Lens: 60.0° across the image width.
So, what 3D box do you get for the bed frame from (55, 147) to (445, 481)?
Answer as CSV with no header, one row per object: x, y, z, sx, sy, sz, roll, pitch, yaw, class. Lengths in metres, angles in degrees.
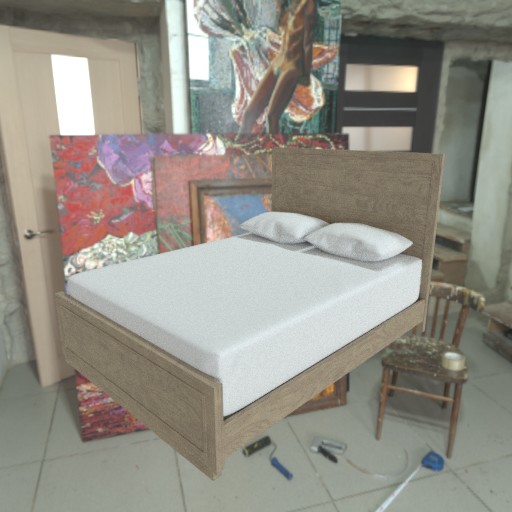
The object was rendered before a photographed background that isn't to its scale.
0.000,0.000,3.104,1.606,1.369,2.189,15,22,42,bed frame
